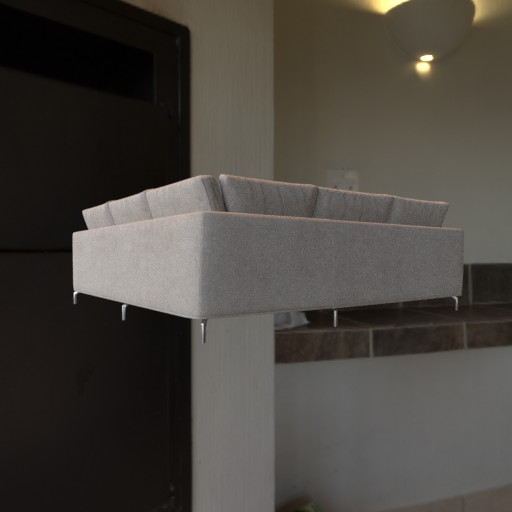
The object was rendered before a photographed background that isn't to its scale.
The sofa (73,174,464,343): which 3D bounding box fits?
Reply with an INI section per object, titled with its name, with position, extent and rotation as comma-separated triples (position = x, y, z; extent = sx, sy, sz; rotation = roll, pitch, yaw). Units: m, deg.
[sofa]
position = 0.000, 0.000, 3.787
extent = 2.438, 0.864, 2.438
rotation = 0, 0, -36
